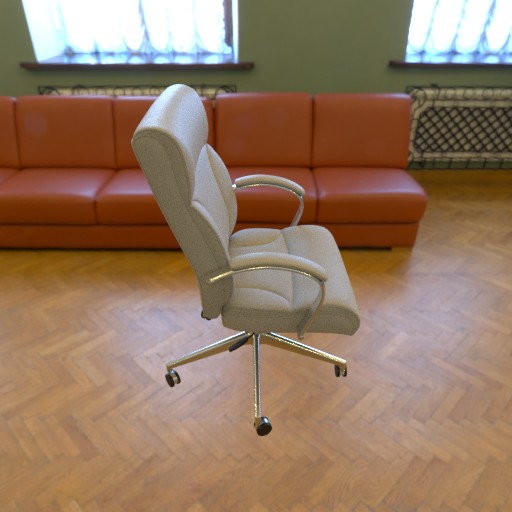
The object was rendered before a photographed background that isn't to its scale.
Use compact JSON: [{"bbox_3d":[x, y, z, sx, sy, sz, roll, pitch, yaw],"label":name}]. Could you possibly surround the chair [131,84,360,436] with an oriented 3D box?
[{"bbox_3d":[0.000,0.000,1.619,0.745,1.099,0.727,-1,32,-1],"label":"chair"}]
